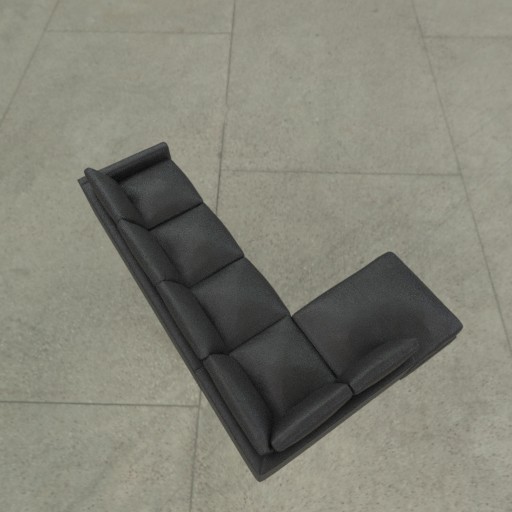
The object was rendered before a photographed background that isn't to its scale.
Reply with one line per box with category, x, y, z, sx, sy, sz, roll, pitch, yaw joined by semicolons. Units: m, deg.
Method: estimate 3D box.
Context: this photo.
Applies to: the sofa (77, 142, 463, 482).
sofa;0.000;0.000;3.854;1.938;0.877;2.984;-30;63;-17
